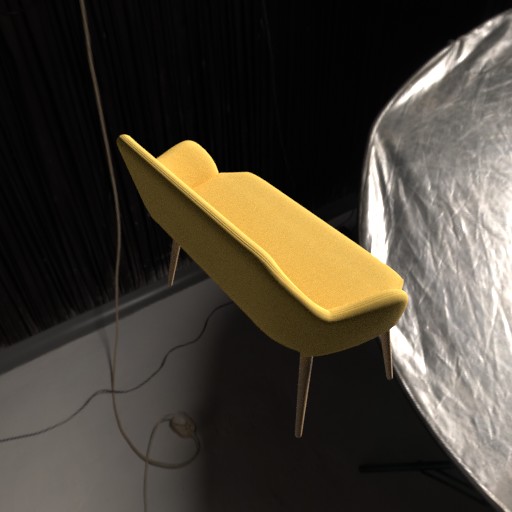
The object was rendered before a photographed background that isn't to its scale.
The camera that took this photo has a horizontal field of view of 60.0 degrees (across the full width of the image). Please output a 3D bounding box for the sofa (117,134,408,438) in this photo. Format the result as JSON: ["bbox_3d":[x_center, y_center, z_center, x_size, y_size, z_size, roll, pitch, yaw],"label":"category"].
[{"bbox_3d":[0.000,0.000,1.649,0.610,0.840,1.150,-26,47,-27],"label":"sofa"}]
